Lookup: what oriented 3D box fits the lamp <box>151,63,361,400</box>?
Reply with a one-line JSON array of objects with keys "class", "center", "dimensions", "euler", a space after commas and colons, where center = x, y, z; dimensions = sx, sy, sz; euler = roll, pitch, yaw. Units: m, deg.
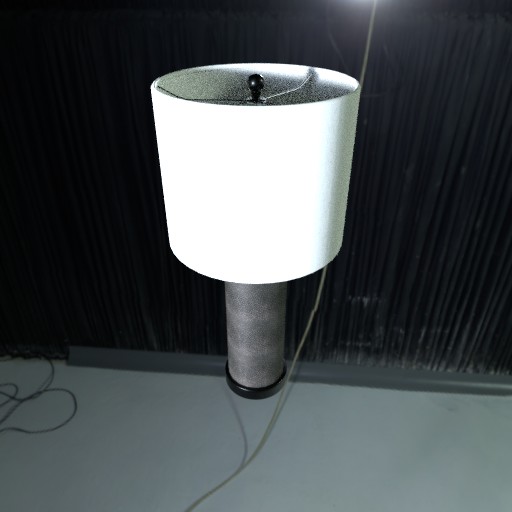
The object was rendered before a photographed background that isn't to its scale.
[{"class": "lamp", "center": [0.000, 0.000, 0.821], "dimensions": [0.305, 0.634, 0.305], "euler": [0, 33, 0]}]
